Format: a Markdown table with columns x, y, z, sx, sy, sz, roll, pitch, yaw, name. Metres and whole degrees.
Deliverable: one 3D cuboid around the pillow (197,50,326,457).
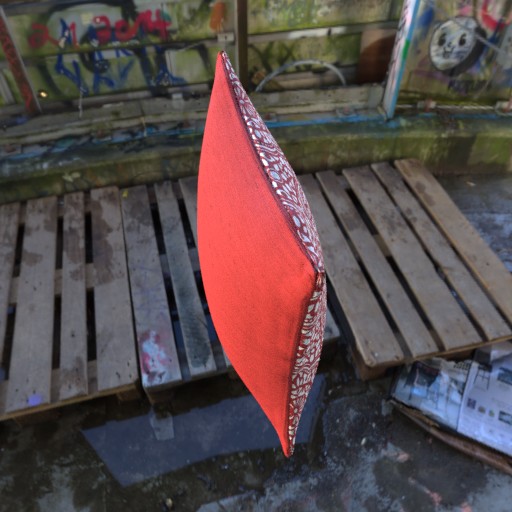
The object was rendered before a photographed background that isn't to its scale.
| x | y | z | sx | sy | sz | roll | pitch | yaw | name |
| --- | --- | --- | --- | --- | --- | --- | --- | --- | --- |
| 0.000 | 0.000 | 0.649 | 0.162 | 0.419 | 0.438 | -10 | 48 | -9 | pillow |
